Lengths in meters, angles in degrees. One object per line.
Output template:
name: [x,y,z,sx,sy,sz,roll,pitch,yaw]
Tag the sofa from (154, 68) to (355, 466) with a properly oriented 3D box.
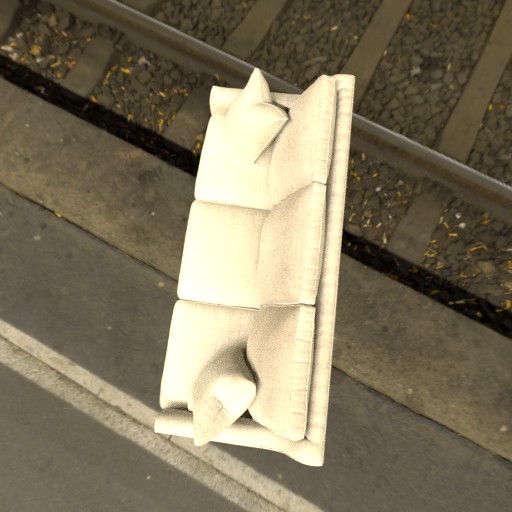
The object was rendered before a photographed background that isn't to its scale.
sofa: [0.000,0.000,2.561,0.865,0.914,2.031,7,76,2]
